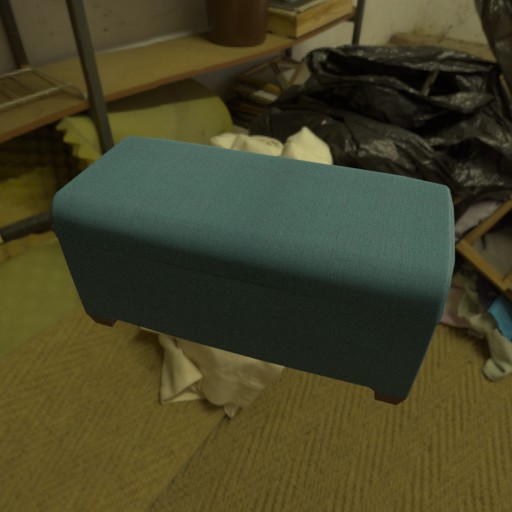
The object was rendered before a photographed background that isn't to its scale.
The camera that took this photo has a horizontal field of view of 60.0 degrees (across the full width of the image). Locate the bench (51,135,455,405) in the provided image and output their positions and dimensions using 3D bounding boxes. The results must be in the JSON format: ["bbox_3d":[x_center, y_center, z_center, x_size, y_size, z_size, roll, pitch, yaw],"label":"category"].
[{"bbox_3d":[0.000,0.000,1.295,0.995,0.474,0.476,12,42,14],"label":"bench"}]
